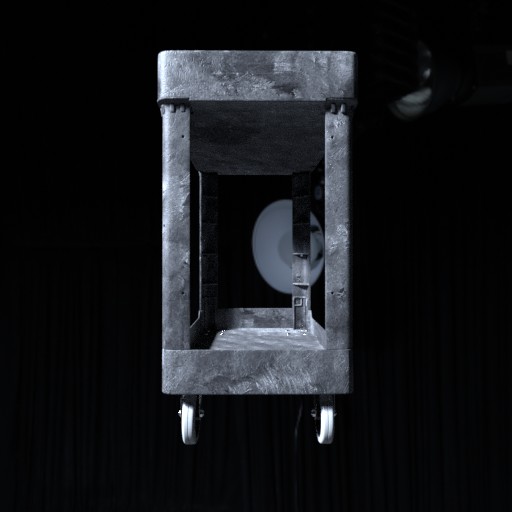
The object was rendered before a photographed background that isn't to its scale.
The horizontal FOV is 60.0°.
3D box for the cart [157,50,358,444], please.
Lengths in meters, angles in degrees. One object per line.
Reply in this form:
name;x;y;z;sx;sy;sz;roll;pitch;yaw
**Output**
cart;0.000;0.000;1.329;0.420;0.824;0.877;0;0;-1
